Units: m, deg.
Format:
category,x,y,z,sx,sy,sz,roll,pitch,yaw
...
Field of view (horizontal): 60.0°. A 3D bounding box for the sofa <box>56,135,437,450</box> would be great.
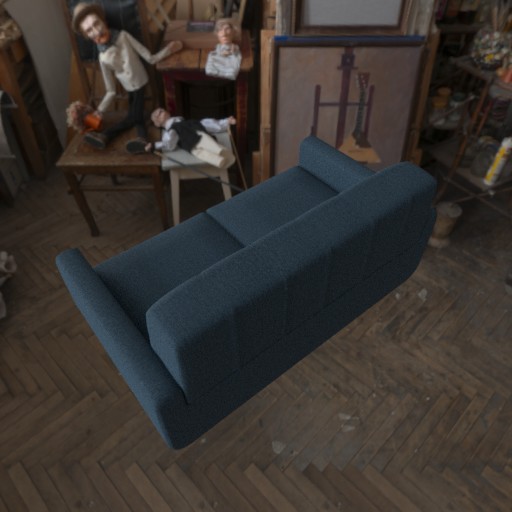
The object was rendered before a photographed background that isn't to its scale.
category,x,y,z,sx,sy,sz,roll,pitch,yaw
sofa,0.000,0.000,2.248,1.651,0.896,0.942,-30,54,-25
